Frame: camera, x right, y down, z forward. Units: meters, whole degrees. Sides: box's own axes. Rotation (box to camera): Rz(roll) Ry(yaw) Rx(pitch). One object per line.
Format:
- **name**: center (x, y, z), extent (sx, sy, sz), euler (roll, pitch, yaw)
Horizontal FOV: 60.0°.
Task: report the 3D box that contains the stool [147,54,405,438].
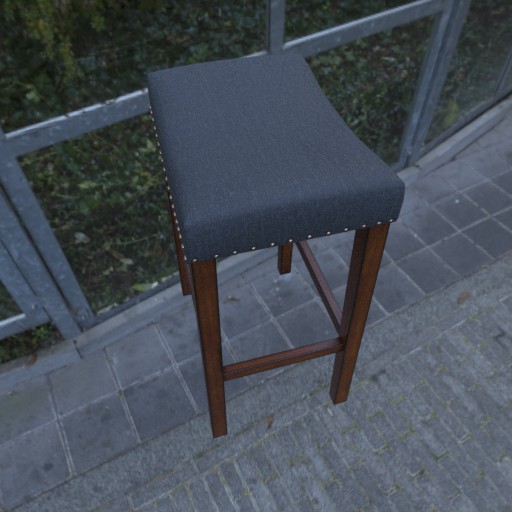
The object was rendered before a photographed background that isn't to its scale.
- **stool**: center (0.000, 0.000, 1.048), extent (0.366, 0.748, 0.502), euler (-12, 49, -10)
